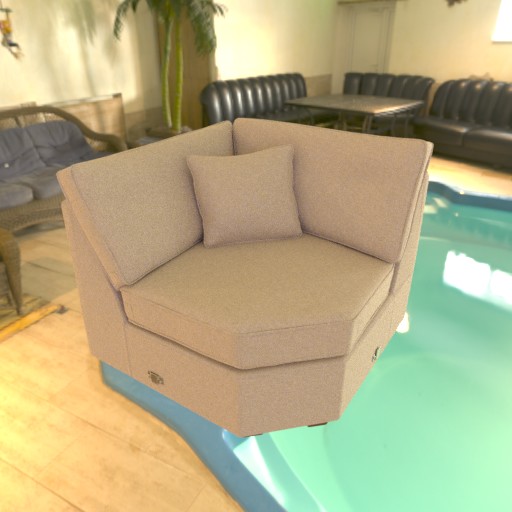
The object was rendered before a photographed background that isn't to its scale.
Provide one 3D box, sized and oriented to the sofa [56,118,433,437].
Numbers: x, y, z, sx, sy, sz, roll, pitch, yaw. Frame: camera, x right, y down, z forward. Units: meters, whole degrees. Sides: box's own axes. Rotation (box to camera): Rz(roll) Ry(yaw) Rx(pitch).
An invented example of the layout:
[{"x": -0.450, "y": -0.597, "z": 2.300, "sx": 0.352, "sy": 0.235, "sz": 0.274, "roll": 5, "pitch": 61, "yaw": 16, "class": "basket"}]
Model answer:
[{"x": 0.000, "y": 0.000, "z": 1.803, "sx": 1.042, "sy": 0.937, "sz": 1.050, "roll": 17, "pitch": 31, "yaw": 31, "class": "sofa"}]
